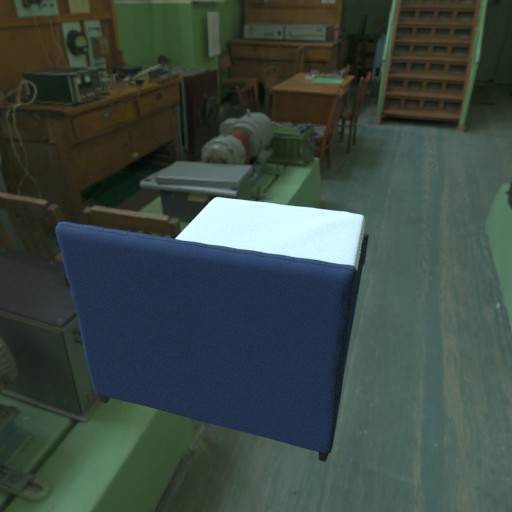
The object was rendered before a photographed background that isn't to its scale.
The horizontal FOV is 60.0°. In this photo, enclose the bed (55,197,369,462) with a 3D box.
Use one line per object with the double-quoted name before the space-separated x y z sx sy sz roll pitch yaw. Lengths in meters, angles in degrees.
"bed" 0.000 0.000 3.607 1.706 1.427 2.387 9 32 15
